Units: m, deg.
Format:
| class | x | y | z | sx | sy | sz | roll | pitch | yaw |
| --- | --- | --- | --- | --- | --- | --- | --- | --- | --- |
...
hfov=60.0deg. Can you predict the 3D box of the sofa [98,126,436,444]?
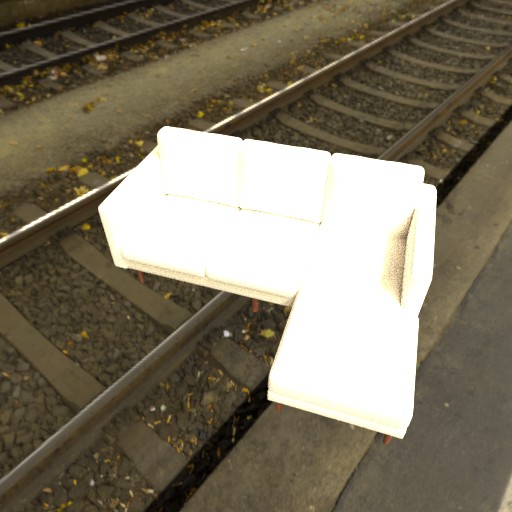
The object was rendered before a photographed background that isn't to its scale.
| class | x | y | z | sx | sy | sz | roll | pitch | yaw |
| --- | --- | --- | --- | --- | --- | --- | --- | --- | --- |
| sofa | 0.000 | 0.000 | 2.782 | 2.029 | 0.899 | 1.580 | 12 | 44 | 13 |
